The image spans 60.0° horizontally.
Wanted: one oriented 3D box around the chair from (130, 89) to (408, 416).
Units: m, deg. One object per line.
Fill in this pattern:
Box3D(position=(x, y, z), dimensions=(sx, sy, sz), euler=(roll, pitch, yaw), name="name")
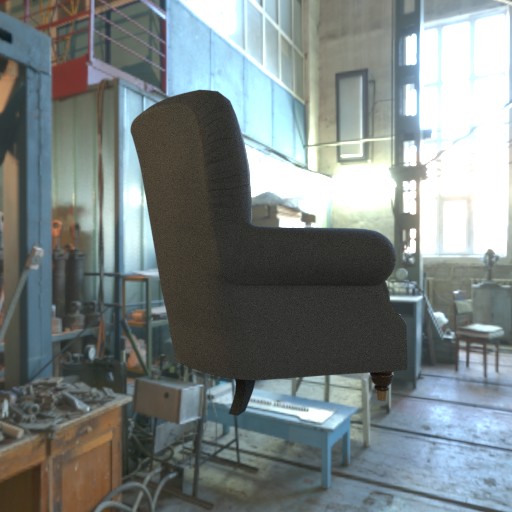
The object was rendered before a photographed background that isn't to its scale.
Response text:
Box3D(position=(0.000, 0.000, 1.807), dimensions=(0.983, 1.046, 0.983), euler=(0, 0, -17), name="chair")
